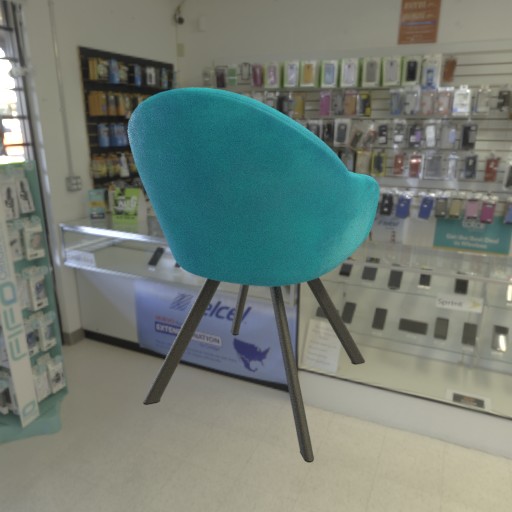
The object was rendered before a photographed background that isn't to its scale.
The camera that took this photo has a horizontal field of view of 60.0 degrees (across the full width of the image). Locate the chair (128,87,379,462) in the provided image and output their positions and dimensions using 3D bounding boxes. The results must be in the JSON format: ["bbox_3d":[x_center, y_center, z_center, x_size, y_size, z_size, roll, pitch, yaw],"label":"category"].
[{"bbox_3d":[0.000,0.000,1.160,0.550,0.795,0.590,8,19,26],"label":"chair"}]
